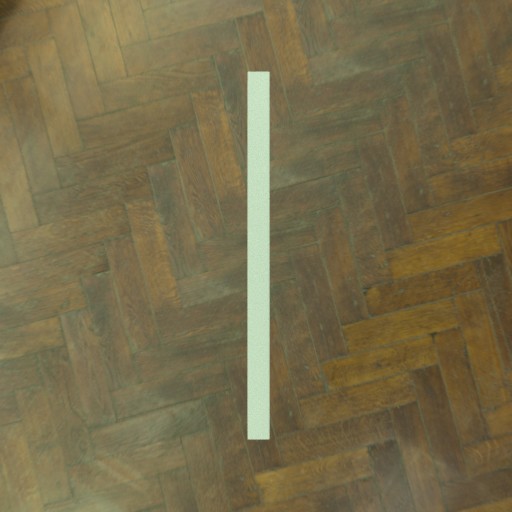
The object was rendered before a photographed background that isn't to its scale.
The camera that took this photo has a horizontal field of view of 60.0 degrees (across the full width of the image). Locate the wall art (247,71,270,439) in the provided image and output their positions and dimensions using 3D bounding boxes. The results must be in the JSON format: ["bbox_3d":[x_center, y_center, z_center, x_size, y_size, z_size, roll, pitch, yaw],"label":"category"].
[{"bbox_3d":[0.000,0.000,0.790,0.025,0.608,0.405,0,90,-1],"label":"wall art"}]
